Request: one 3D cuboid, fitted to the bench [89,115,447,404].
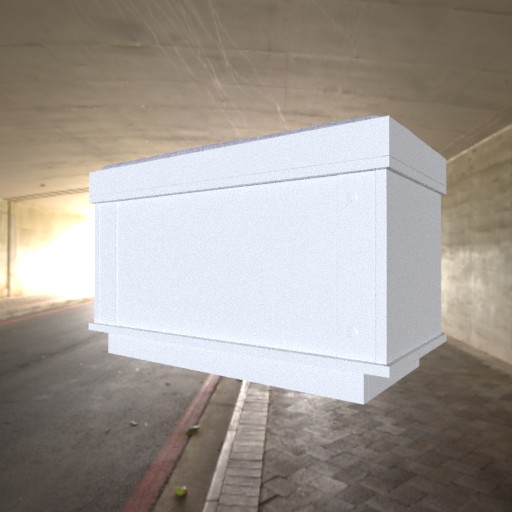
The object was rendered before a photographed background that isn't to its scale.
[{"bbox_3d":[0.000,0.000,1.001,0.734,0.461,0.362,0,0,36],"label":"bench"}]
